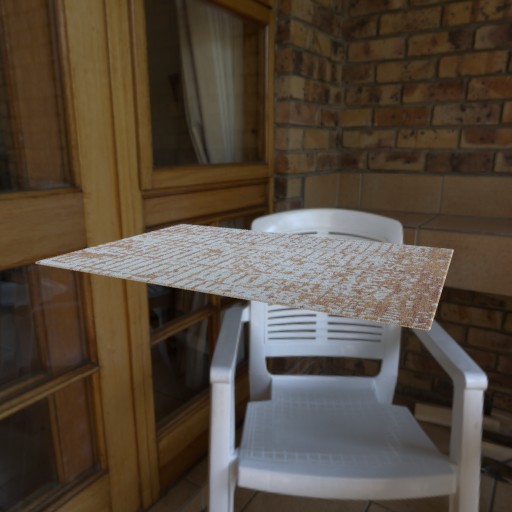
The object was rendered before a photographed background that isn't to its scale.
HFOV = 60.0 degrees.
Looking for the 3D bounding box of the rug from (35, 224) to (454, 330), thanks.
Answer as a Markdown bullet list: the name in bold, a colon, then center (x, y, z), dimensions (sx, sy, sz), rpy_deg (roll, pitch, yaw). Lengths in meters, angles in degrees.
- **rug**: center (0.000, 0.000, 2.313), dimensions (1.829, 0.011, 1.219), rpy_deg (7, 16, 26)
